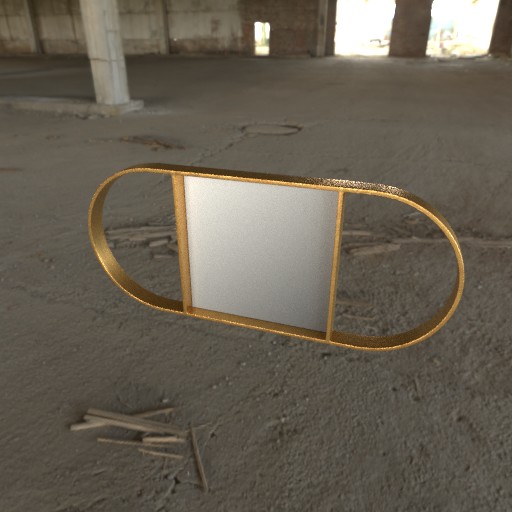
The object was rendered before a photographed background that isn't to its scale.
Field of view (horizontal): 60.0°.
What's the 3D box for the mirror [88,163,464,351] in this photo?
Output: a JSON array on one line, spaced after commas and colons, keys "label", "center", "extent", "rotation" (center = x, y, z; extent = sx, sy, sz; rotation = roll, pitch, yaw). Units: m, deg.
[{"label": "mirror", "center": [0.000, 0.000, 0.679], "extent": [0.584, 0.254, 0.032], "rotation": [9, 28, 16]}]
